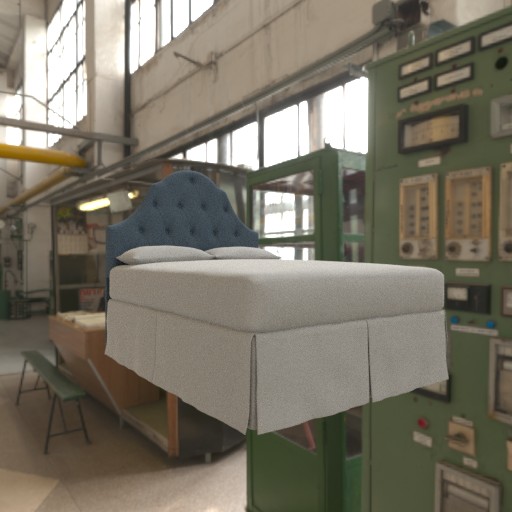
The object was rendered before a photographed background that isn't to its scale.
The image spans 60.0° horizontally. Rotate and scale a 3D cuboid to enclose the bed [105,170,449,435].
[{"bbox_3d":[0.000,0.000,3.245,1.636,1.575,2.155,0,0,-36],"label":"bed"}]
